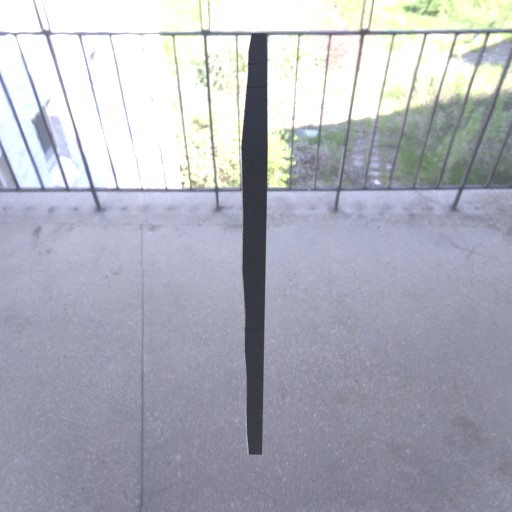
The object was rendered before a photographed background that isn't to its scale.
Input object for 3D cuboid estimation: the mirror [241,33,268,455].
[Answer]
[{"bbox_3d":[0.000,0.000,1.147,0.044,0.912,0.606,1,41,1],"label":"mirror"}]
